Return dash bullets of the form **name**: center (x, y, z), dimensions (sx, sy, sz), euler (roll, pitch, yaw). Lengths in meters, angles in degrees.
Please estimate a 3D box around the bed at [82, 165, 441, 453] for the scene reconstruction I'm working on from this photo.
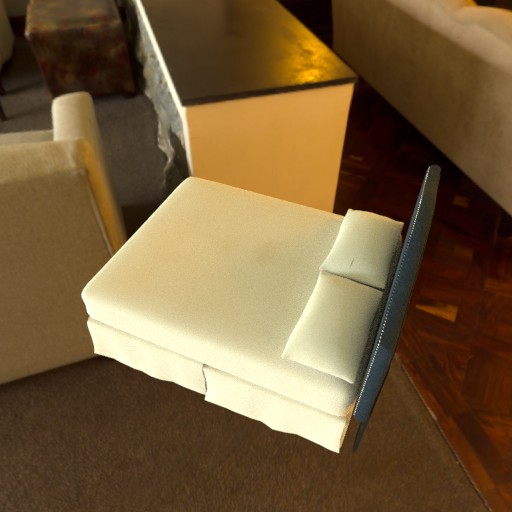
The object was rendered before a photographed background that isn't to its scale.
- **bed**: center (0.000, 0.000, 3.275), dimensions (2.153, 1.518, 1.713), euler (17, 48, 16)
